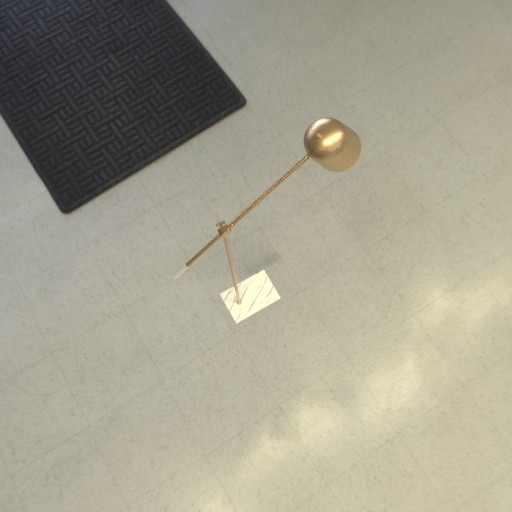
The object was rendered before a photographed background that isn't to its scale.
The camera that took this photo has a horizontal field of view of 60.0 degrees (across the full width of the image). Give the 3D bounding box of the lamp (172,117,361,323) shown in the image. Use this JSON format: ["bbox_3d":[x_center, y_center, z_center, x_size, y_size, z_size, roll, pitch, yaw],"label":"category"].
[{"bbox_3d":[0.000,0.000,1.830,0.653,1.594,0.194,-29,76,-8],"label":"lamp"}]
